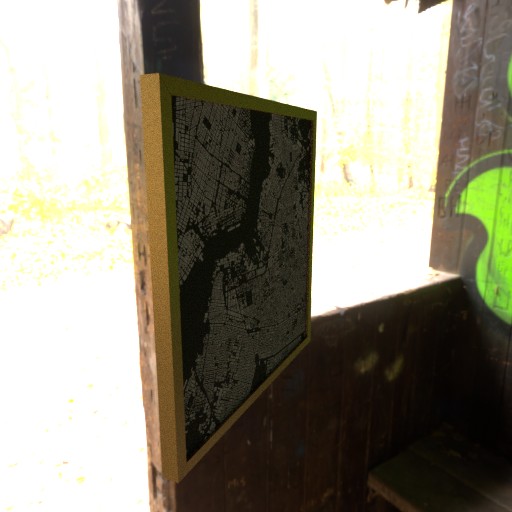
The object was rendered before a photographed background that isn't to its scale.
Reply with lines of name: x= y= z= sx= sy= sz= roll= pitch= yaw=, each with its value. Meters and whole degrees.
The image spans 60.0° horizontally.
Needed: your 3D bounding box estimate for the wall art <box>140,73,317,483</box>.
wall art: x=0.000 y=0.000 z=2.861 sx=0.099 sy=1.926 sz=1.926 roll=7 pitch=15 yaw=26
